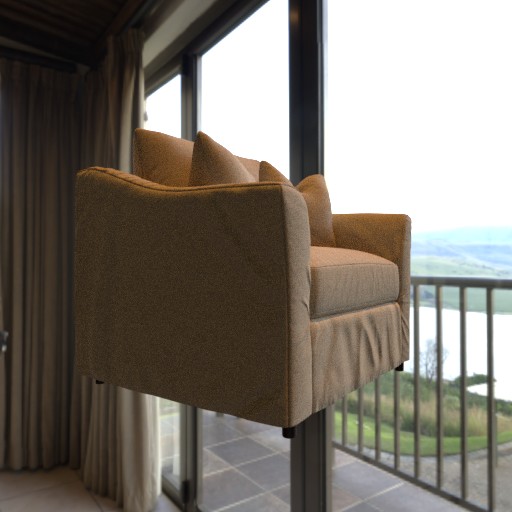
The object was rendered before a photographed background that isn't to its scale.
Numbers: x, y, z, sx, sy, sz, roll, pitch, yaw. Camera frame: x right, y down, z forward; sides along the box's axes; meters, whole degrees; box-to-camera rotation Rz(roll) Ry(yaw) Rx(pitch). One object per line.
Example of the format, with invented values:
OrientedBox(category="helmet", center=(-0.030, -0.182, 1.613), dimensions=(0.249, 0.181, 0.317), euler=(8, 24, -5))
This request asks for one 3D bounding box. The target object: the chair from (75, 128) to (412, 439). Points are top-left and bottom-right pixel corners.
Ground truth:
OrientedBox(category="chair", center=(0.000, 0.000, 2.021), dimensions=(1.071, 1.093, 1.194), euler=(0, -1, 36))
